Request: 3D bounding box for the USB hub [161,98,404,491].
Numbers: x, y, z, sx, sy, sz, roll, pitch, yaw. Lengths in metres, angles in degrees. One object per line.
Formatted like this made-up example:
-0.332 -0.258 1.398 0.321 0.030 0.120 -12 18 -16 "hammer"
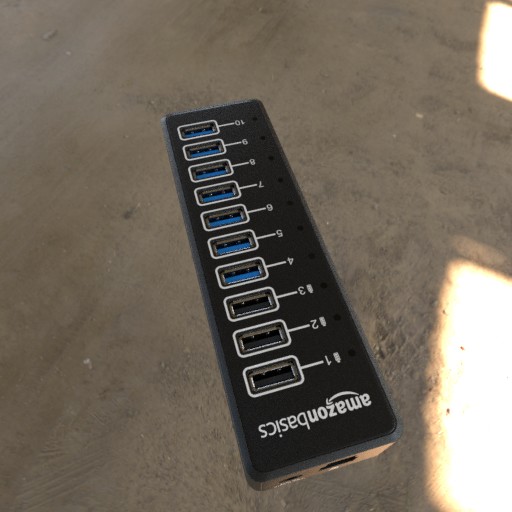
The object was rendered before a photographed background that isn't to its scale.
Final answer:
0.000 0.000 0.160 0.044 0.023 0.145 -13 58 -8 "USB hub"
